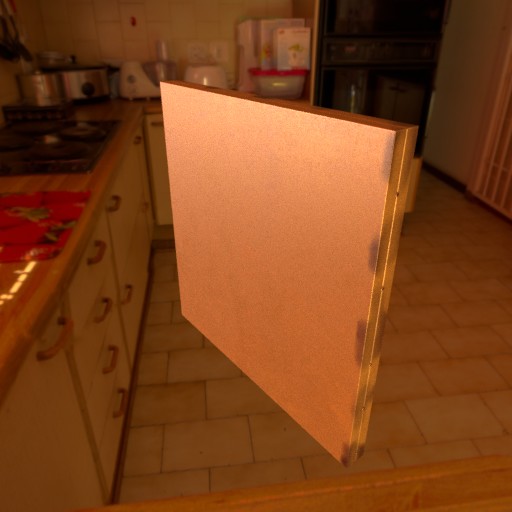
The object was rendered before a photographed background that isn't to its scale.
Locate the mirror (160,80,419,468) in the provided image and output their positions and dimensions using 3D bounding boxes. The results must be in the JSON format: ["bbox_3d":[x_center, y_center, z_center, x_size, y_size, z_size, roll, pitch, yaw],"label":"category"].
[{"bbox_3d":[0.000,0.000,0.746,0.042,0.507,0.509,-20,34,-33],"label":"mirror"}]
